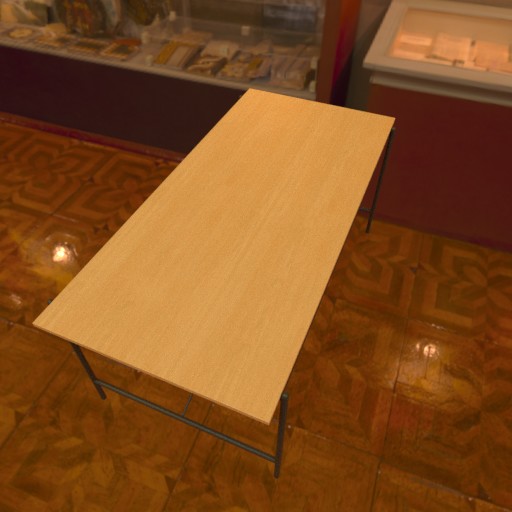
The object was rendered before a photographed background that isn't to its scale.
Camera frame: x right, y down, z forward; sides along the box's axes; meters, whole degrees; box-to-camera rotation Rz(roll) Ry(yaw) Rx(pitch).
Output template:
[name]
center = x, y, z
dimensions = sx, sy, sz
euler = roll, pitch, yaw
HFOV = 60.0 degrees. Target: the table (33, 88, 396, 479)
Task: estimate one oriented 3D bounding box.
[table]
center = 0.000, 0.000, 2.206
dimensions = 0.900, 0.758, 1.800
euler = 17, 49, 16
